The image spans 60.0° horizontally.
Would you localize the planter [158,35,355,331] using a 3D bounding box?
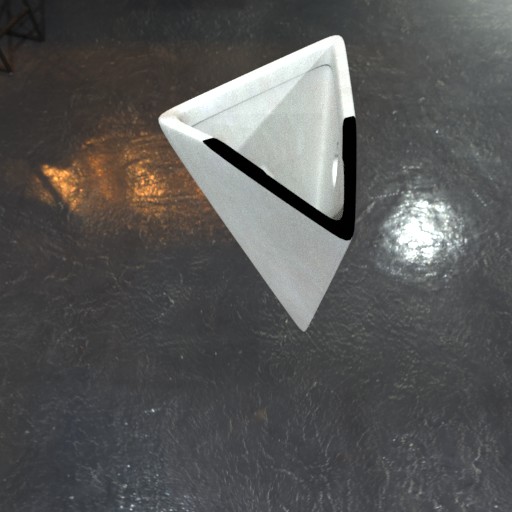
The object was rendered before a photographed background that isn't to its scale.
[{"bbox_3d":[0.000,0.000,0.157,0.047,0.130,0.058,1,58,1],"label":"planter"}]
